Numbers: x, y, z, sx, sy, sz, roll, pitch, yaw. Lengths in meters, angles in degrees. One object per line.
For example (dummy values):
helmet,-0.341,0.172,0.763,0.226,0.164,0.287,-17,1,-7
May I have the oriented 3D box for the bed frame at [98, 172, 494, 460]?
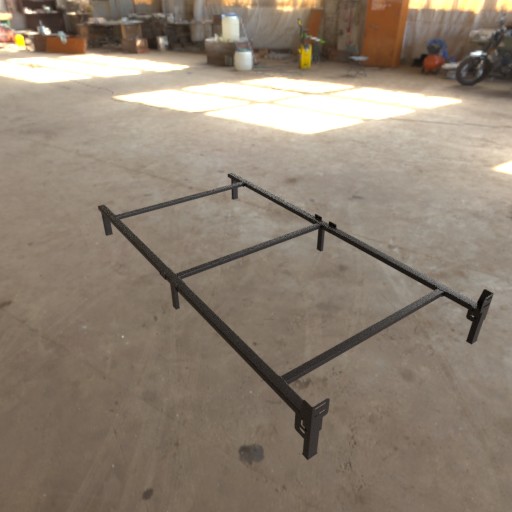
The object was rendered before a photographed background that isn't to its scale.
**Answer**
bed frame,0.000,0.000,2.239,0.968,0.248,1.897,-20,37,-30
